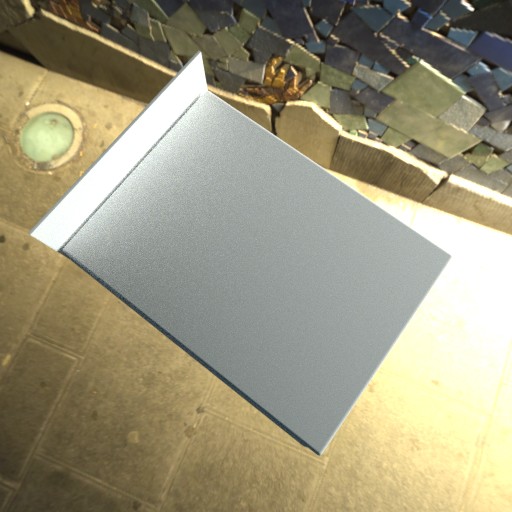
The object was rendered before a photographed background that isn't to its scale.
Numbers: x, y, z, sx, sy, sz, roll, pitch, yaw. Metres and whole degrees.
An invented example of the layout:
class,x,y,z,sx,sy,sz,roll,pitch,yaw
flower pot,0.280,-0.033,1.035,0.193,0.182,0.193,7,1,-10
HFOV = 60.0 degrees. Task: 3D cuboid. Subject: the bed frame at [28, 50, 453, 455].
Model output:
class,x,y,z,sx,sy,sz,roll,pitch,yaw
bed frame,0.000,0.000,2.673,1.900,0.800,1.400,36,78,9
